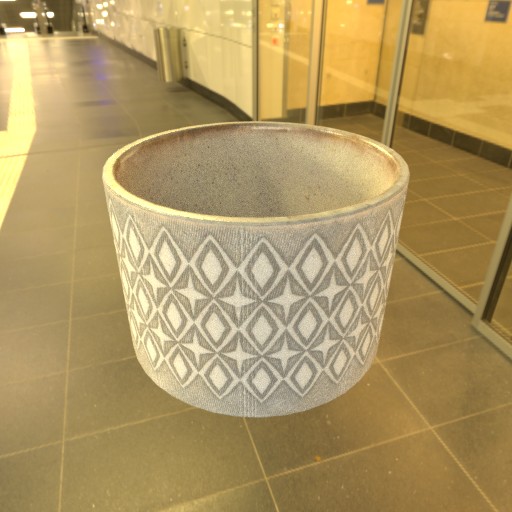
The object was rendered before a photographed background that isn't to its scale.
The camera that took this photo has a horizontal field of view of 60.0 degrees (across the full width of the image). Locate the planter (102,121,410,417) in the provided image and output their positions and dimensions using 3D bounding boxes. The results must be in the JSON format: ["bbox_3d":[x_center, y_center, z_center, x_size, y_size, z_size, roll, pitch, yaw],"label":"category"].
[{"bbox_3d":[0.000,0.000,0.316,0.186,0.144,0.186,0,31,0],"label":"planter"}]
